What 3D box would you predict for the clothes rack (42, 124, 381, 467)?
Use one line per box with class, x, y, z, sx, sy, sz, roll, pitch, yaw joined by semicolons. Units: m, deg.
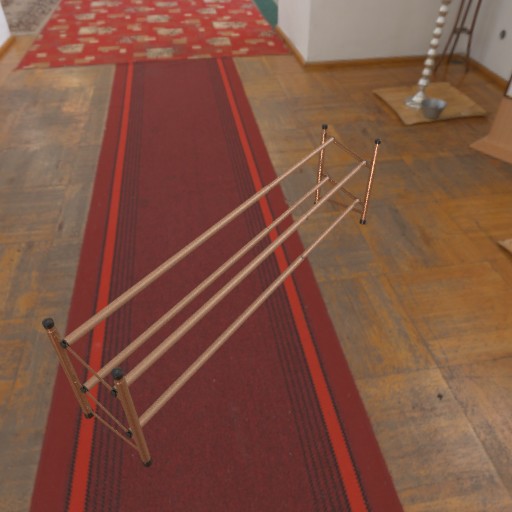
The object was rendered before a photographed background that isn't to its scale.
clothes rack;0.000;0.000;1.304;0.229;0.349;1.168;25;46;26
